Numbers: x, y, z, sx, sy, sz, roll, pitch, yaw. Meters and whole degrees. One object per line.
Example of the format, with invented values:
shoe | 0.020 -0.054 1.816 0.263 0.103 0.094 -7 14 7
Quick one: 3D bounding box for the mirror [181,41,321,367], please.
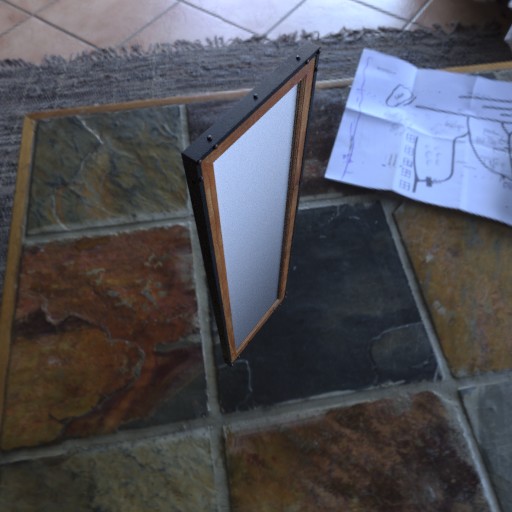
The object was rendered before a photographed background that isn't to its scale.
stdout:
mirror | 0.000 0.000 1.208 0.042 1.080 0.354 33 65 18
